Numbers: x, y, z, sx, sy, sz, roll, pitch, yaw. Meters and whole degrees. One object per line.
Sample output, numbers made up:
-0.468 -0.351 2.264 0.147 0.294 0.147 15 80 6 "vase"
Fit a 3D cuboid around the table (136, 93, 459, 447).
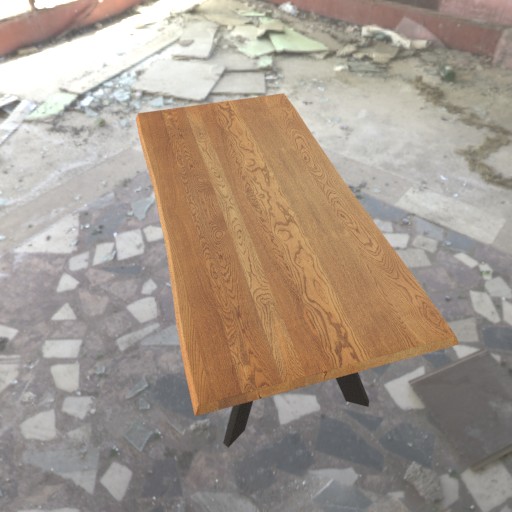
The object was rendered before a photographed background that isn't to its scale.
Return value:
0.000 0.000 2.243 0.900 0.770 1.800 -12 47 -11 "table"
